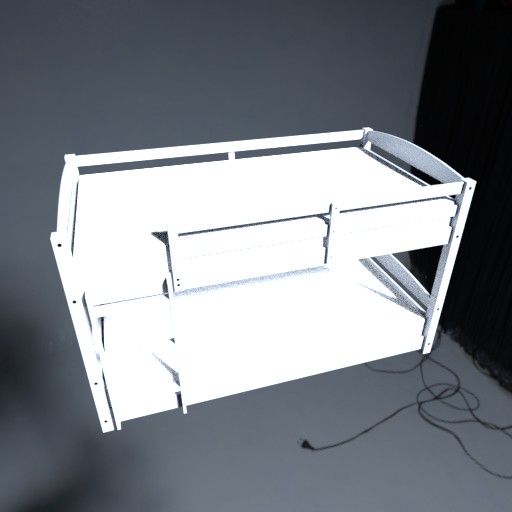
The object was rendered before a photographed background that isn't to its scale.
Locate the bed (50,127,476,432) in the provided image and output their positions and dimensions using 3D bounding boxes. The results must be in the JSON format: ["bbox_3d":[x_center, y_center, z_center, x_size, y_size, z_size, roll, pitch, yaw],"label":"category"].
[{"bbox_3d":[0.000,0.000,2.700,2.013,1.206,1.105,-9,32,-15],"label":"bed"}]
